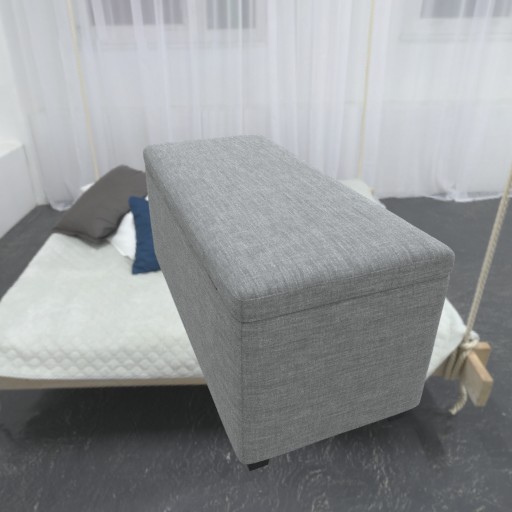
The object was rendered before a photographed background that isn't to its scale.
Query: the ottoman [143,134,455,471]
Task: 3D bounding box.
[{"bbox_3d":[0.000,0.000,1.137,0.419,0.432,0.902,-11,30,-19],"label":"ottoman"}]
